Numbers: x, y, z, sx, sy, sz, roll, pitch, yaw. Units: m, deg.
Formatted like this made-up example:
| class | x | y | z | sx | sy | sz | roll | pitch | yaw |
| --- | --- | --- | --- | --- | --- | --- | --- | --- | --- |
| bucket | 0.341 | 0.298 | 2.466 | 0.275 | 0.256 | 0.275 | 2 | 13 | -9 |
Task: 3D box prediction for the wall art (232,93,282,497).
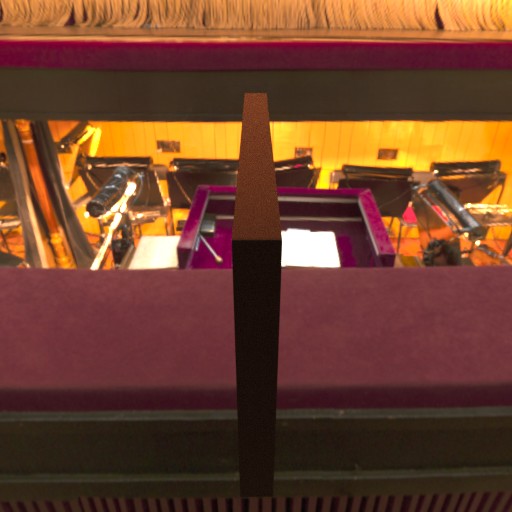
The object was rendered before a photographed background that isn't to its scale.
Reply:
| class | x | y | z | sx | sy | sz | roll | pitch | yaw |
| --- | --- | --- | --- | --- | --- | --- | --- | --- | --- |
| wall art | 0.000 | 0.000 | 0.846 | 0.051 | 0.456 | 0.671 | 0 | 32 | 0 |
